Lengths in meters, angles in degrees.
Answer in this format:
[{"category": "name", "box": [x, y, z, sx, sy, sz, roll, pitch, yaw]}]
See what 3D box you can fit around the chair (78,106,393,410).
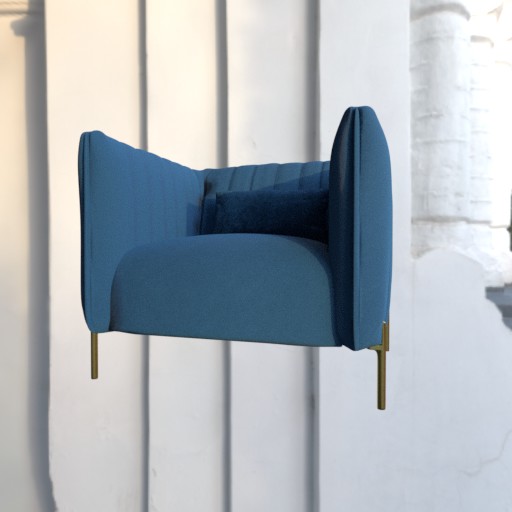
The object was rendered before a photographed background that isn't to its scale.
[{"category": "chair", "box": [0.000, 0.000, 1.612, 0.947, 0.793, 0.877, 0, 1, 17]}]
